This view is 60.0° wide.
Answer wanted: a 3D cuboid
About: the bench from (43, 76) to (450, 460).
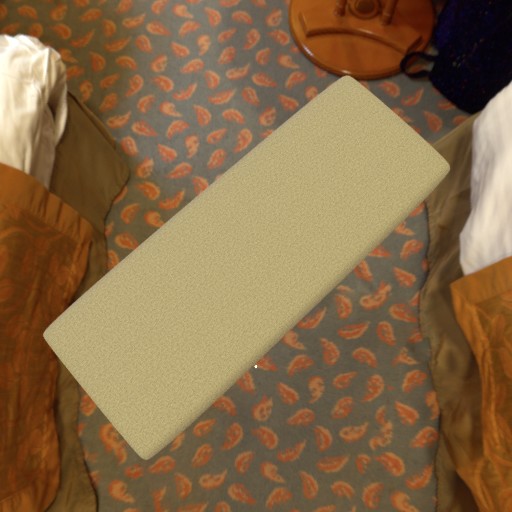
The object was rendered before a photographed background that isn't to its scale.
[{"bbox_3d":[0.000,0.000,1.835,1.598,0.383,0.631,-42,80,-10],"label":"bench"}]
